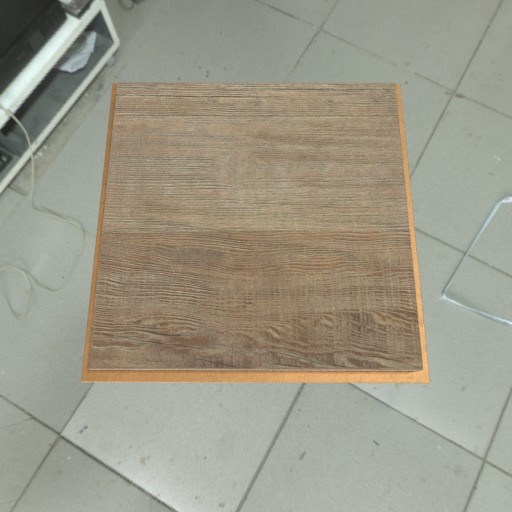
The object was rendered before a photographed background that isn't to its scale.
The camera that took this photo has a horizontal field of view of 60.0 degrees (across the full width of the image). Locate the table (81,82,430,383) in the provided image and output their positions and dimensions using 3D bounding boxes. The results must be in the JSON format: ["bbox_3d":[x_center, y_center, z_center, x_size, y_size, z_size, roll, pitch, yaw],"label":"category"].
[{"bbox_3d":[0.000,0.000,1.093,0.599,0.584,0.599,0,74,0],"label":"table"}]
